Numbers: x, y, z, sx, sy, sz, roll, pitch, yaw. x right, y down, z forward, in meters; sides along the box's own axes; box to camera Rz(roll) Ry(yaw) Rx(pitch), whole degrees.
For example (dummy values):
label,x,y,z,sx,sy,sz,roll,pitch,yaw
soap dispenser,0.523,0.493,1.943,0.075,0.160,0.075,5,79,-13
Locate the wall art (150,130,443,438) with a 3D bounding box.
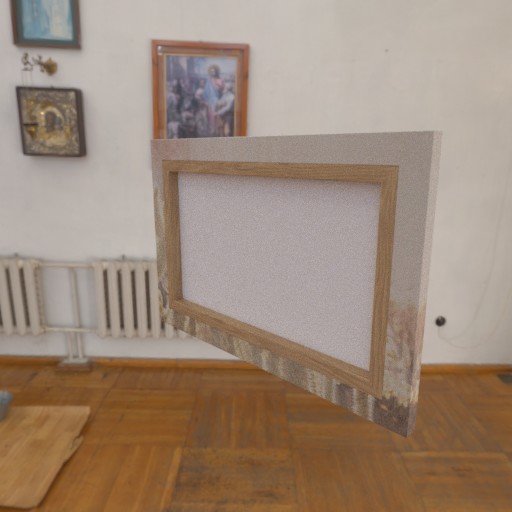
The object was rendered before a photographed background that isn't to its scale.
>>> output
label,x,y,z,sx,sy,sz,roll,pitch,yaw
wall art,0.000,0.000,1.168,0.040,0.608,0.916,-13,18,-43
